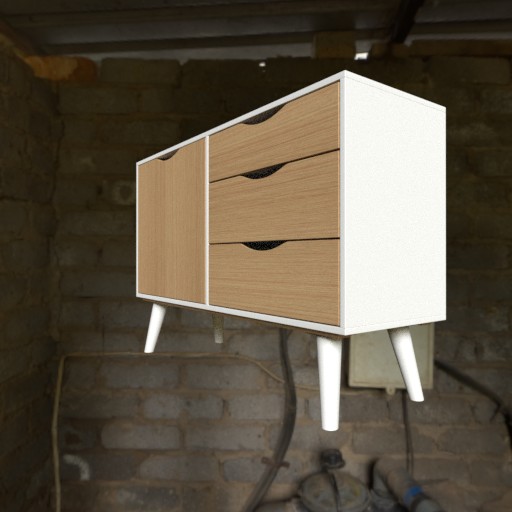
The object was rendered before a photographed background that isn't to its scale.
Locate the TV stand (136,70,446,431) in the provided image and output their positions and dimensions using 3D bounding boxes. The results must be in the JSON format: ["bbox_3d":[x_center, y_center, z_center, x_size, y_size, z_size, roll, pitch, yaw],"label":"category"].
[{"bbox_3d":[0.000,0.000,1.569,0.406,0.812,1.193,0,0,-37],"label":"TV stand"}]
